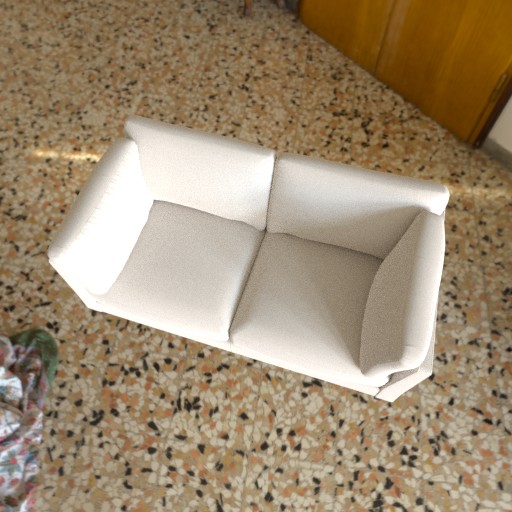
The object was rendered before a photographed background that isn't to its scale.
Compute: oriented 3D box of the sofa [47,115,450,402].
[{"bbox_3d":[0.000,0.000,2.324,1.776,0.836,0.970,15,60,9],"label":"sofa"}]
